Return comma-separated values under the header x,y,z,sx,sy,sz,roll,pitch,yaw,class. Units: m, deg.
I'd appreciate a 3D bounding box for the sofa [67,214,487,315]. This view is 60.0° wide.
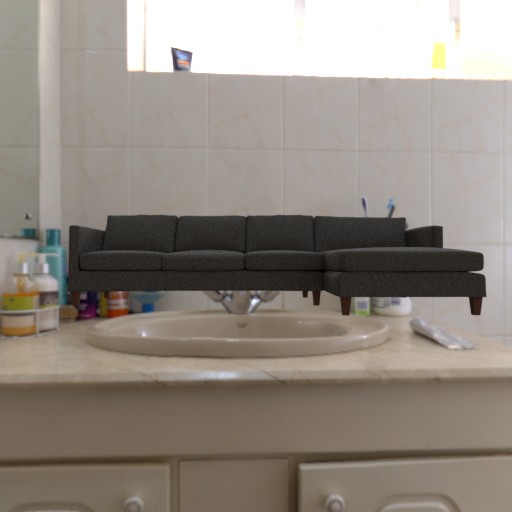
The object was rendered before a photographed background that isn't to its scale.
x,y,z,sx,sy,sz,roll,pitch,yaw,class
0.000,0.000,3.853,3.186,0.846,1.625,0,-1,0,sofa
